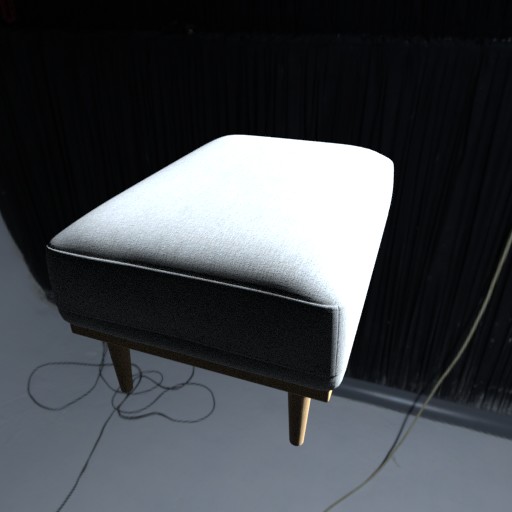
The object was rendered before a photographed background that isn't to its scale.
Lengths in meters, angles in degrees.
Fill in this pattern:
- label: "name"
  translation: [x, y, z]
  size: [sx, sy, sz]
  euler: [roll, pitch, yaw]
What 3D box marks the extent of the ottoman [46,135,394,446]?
- label: "ottoman"
  translation: [0.000, 0.000, 1.057]
  size: [0.549, 0.428, 0.749]
  euler: [10, 31, 18]
